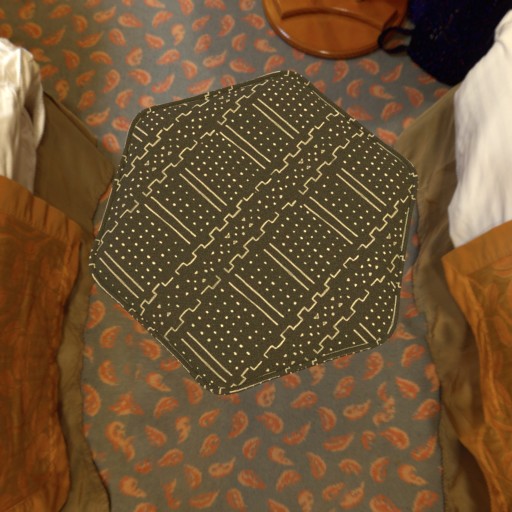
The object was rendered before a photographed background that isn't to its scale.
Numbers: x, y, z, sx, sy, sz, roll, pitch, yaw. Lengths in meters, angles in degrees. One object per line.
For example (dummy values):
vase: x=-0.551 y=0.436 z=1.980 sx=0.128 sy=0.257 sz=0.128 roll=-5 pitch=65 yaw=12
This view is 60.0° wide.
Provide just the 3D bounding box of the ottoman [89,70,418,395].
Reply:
ottoman: x=0.000 y=0.000 z=0.860 sx=0.494 sy=0.502 sz=0.443 roll=42 pitch=81 yaw=8
